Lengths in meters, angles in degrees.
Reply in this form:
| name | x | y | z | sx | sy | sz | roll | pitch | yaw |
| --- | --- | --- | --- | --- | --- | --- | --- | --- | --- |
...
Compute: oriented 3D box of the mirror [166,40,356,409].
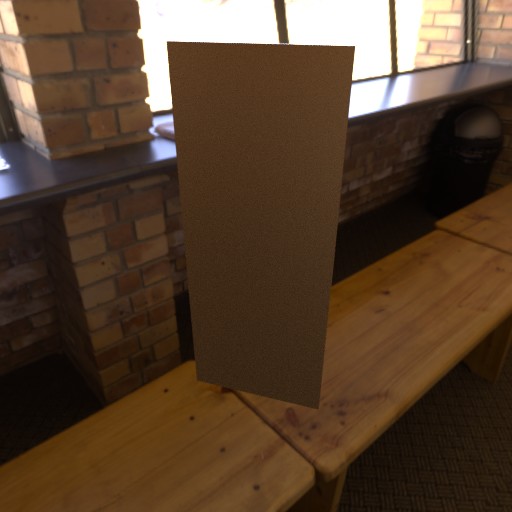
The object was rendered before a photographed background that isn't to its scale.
| name | x | y | z | sx | sy | sz | roll | pitch | yaw |
| --- | --- | --- | --- | --- | --- | --- | --- | --- | --- |
| mirror | 0.000 | 0.000 | 2.339 | 0.812 | 2.031 | 0.025 | 9 | 31 | 15 |
